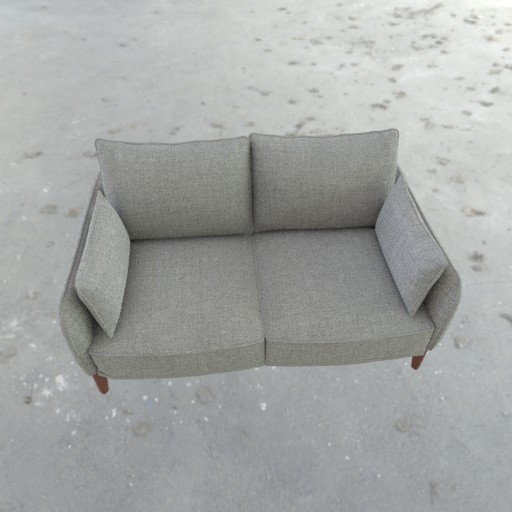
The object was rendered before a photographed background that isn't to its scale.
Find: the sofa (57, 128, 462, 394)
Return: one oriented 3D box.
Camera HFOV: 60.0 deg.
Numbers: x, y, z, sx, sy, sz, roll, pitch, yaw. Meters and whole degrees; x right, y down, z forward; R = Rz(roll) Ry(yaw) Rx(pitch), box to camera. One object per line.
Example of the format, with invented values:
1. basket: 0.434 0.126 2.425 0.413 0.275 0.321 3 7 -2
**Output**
1. sofa: 0.000 0.000 2.044 1.580 0.851 0.972 -3 45 -3
